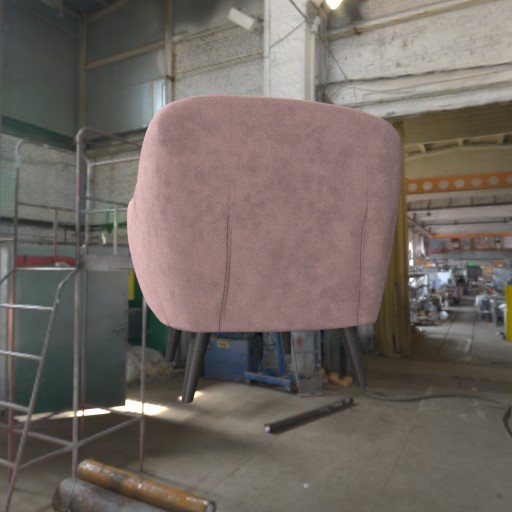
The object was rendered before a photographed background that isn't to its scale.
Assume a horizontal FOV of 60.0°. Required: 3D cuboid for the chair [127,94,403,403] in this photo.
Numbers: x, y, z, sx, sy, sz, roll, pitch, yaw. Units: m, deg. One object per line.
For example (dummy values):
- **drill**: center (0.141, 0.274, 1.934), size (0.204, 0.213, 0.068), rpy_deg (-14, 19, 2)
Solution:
- **chair**: center (0.000, 0.000, 1.531), size (0.840, 0.820, 0.820), rpy_deg (1, -2, -18)
